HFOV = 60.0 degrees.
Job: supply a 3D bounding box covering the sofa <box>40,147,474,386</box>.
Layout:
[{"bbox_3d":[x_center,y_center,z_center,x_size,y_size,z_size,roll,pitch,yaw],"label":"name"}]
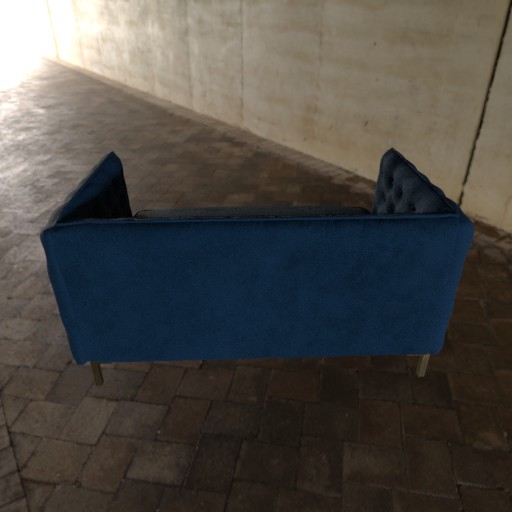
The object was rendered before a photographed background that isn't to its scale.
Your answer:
[{"bbox_3d":[0.000,0.000,2.124,1.583,0.810,0.909,-1,30,-2],"label":"sofa"}]
